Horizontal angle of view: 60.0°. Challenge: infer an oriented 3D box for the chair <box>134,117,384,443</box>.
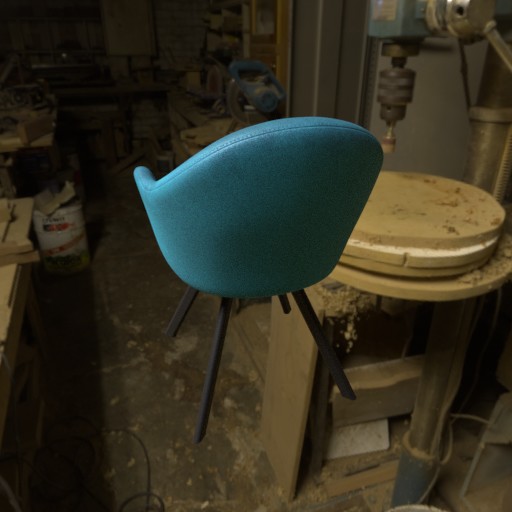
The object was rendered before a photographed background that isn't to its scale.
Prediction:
[{"bbox_3d":[0.000,0.000,1.155,0.540,0.780,0.570,-9,29,-17],"label":"chair"}]
